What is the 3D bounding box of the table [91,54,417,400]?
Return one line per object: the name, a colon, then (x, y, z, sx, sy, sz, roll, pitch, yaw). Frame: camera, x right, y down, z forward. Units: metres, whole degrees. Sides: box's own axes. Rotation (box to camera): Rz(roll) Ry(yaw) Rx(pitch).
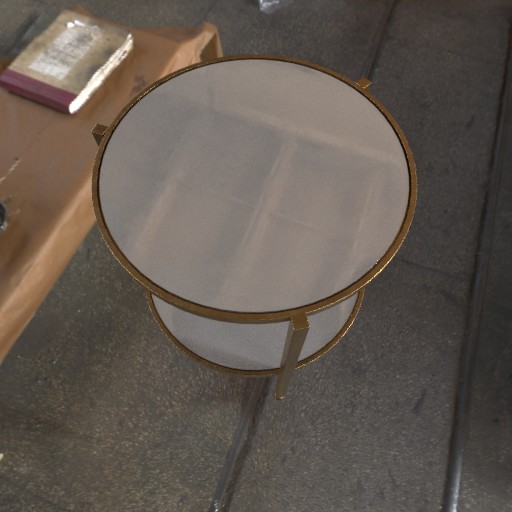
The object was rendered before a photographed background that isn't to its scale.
table: (0.000, 0.000, 0.437, 0.231, 0.269, 0.243, -12, 64, -6)
